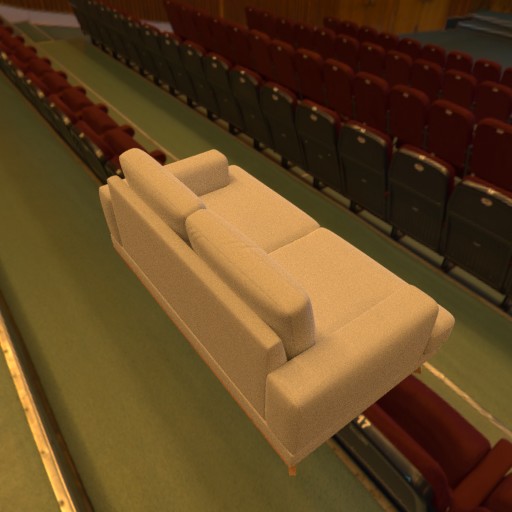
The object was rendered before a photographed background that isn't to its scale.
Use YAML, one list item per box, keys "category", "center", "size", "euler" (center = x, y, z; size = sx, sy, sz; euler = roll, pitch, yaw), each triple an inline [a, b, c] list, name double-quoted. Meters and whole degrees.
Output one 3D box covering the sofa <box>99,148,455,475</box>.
- category: "sofa"
  center: [0.000, 0.000, 2.142]
  size: [0.915, 0.810, 1.651]
  euler: [-26, 47, -27]
